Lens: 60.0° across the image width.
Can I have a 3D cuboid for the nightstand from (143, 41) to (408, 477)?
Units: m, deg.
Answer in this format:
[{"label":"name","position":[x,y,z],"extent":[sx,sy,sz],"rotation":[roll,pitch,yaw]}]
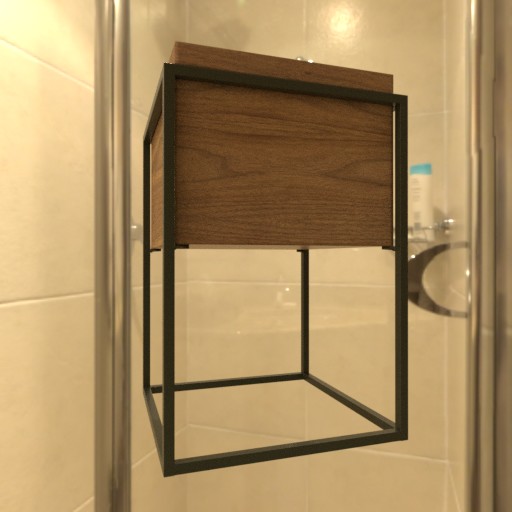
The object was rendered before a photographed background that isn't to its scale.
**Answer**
[{"label":"nightstand","position":[0.000,0.000,0.856],"extent":[0.397,0.607,0.397],"rotation":[0,0,-18]}]
